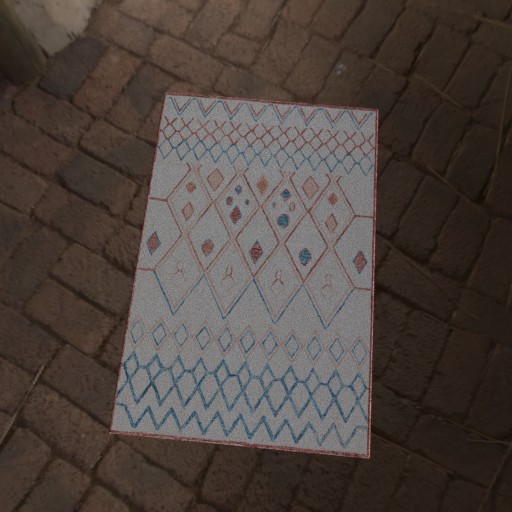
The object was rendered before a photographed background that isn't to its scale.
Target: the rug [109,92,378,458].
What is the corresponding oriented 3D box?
[{"bbox_3d":[0.000,0.000,2.290,1.219,0.016,1.829,5,75,1],"label":"rug"}]
